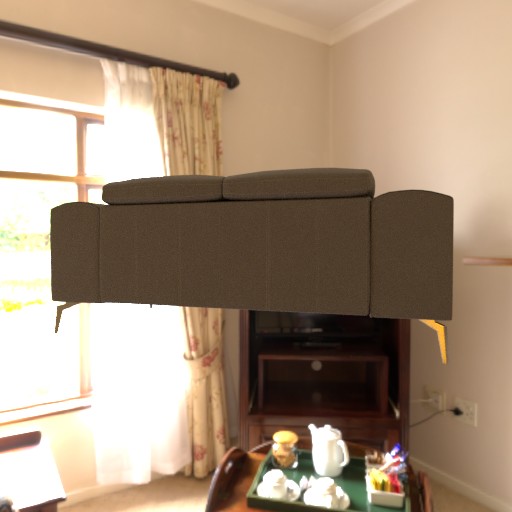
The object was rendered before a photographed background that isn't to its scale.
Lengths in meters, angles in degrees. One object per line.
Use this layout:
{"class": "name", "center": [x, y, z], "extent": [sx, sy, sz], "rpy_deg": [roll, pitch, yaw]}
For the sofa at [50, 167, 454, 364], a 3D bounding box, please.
{"class": "sofa", "center": [0.000, 0.000, 2.404], "extent": [1.895, 0.779, 1.003], "rpy_deg": [0, 2, 18]}
